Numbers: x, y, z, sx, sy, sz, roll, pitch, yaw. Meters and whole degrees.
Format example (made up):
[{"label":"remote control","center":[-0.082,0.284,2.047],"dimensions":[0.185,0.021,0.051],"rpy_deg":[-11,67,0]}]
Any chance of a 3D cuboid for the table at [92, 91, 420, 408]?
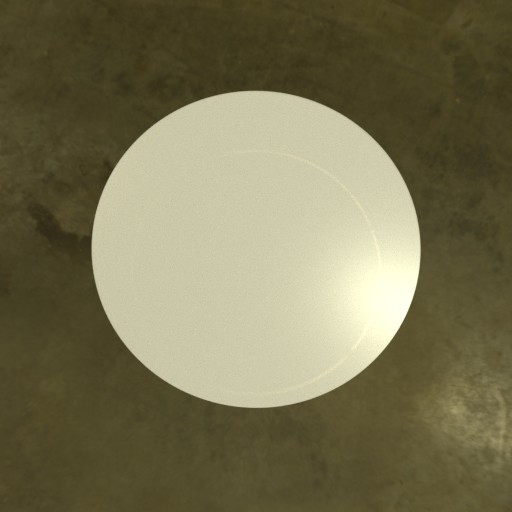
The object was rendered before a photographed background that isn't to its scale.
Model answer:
[{"label":"table","center":[0.000,0.000,1.457],"dimensions":[0.914,0.470,0.914],"rpy_deg":[0,75,0]}]
